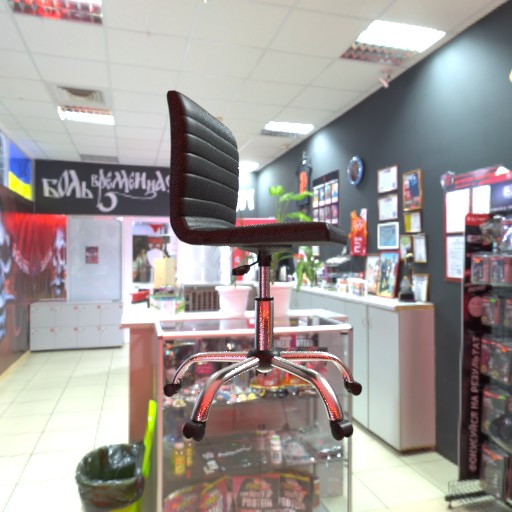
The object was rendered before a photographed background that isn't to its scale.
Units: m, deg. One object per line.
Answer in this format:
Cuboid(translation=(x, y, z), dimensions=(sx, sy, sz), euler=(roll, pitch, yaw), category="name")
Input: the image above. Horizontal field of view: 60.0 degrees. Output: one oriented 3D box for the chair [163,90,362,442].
Cuboid(translation=(0.000, 0.000, 1.167), dimensions=(0.530, 0.780, 0.556), euler=(0, 0, 17), category="chair")
